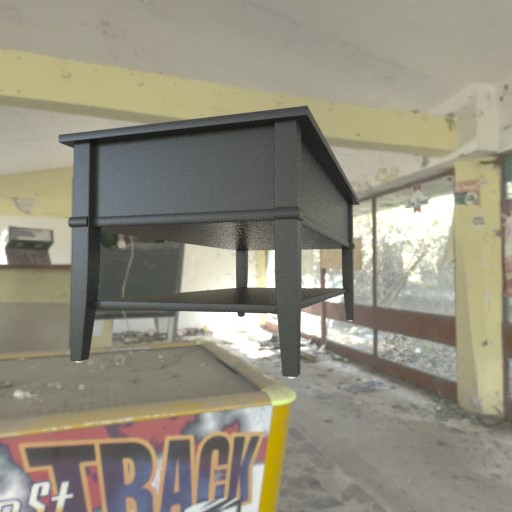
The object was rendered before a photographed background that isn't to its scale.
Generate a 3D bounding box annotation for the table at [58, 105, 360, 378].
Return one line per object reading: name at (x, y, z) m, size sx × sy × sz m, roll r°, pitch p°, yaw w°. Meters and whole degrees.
table at (0.000, 0.000, 1.324) m, size 0.523 × 0.470 × 1.044 m, roll -1°, pitch -2°, yaw 18°
